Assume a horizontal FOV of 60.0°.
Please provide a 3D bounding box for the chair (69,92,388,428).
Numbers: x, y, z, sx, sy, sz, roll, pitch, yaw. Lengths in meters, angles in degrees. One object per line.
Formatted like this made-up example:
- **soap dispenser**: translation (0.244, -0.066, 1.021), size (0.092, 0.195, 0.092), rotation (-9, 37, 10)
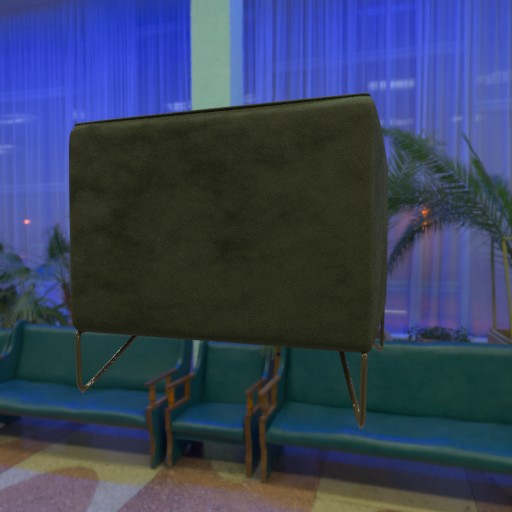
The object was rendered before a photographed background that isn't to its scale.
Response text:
- **chair**: translation (0.000, 0.000, 1.565), size (0.880, 0.790, 0.894), rotation (1, 2, 18)
